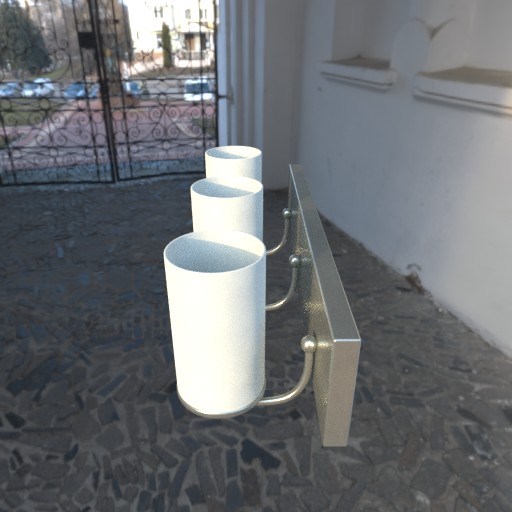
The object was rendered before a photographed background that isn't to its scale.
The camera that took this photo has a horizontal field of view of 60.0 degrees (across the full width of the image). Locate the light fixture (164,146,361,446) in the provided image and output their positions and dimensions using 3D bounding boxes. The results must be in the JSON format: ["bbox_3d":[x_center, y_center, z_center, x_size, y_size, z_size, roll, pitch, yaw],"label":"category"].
[{"bbox_3d":[0.000,0.000,0.526,0.145,0.172,0.451,0,27,0],"label":"light fixture"}]
